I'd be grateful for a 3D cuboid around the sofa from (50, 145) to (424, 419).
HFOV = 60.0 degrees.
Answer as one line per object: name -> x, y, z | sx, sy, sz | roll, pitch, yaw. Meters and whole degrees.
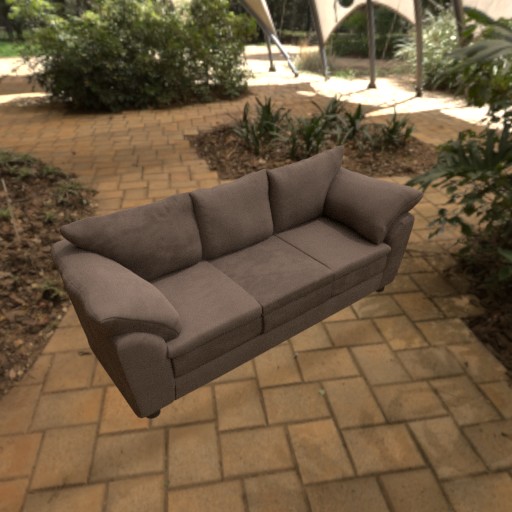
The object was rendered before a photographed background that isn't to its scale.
sofa -> 0.000, 0.000, 2.918 | 2.377, 0.981, 0.893 | -21, 36, -32
